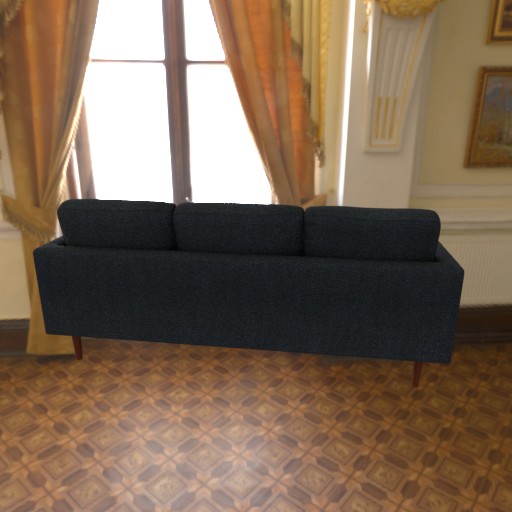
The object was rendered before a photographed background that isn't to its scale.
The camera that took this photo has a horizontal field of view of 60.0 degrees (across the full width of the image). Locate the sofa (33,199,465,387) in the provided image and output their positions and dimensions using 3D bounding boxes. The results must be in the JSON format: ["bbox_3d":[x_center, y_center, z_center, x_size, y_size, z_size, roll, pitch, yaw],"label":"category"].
[{"bbox_3d":[0.000,0.000,3.000,2.233,0.956,1.504,3,18,8],"label":"sofa"}]
